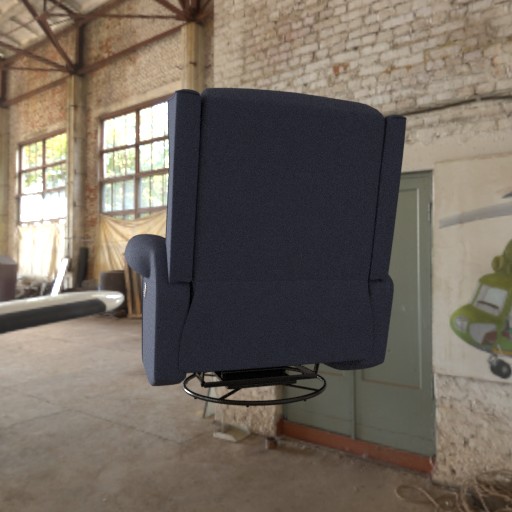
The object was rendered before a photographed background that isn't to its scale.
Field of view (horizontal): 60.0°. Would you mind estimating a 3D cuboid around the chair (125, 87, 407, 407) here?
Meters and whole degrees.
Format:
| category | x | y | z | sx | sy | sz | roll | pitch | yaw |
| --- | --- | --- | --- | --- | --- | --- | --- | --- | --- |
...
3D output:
| category | x | y | z | sx | sy | sz | roll | pitch | yaw |
| --- | --- | --- | --- | --- | --- | --- | --- | --- | --- |
| chair | 0.000 | 0.000 | 1.728 | 0.971 | 1.020 | 0.877 | 0 | -1 | -18 |
